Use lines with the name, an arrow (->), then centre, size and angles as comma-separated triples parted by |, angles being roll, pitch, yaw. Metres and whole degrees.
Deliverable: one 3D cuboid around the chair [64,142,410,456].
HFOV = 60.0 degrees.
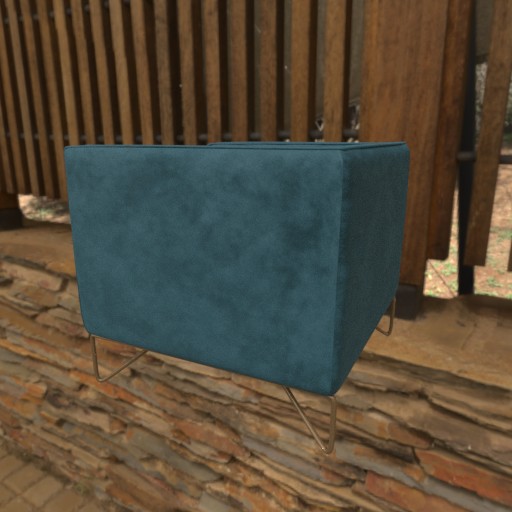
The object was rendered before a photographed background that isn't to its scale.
chair -> 0.000, 0.000, 1.590 | 0.894, 0.790, 0.880 | 8, 17, 26
